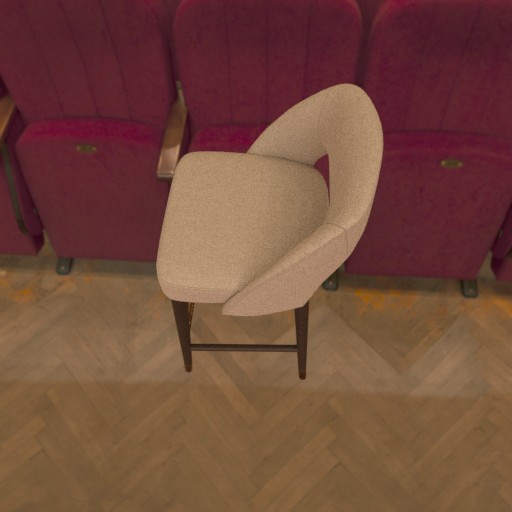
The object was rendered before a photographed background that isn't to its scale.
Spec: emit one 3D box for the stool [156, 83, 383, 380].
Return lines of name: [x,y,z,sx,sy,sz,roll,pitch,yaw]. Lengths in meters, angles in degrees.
stool: [0.000,0.000,1.335,0.509,1.037,0.494,3,60,2]
